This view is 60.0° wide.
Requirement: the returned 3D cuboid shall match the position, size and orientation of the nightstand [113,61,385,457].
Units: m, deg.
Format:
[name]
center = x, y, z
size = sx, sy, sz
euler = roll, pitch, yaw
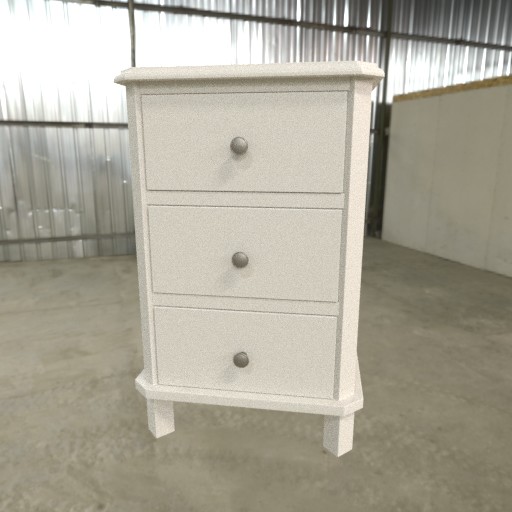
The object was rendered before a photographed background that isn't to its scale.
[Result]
[nightstand]
center = 0.000, 0.000, 0.909
size = 0.435, 0.681, 0.351
euler = 2, 14, 9
